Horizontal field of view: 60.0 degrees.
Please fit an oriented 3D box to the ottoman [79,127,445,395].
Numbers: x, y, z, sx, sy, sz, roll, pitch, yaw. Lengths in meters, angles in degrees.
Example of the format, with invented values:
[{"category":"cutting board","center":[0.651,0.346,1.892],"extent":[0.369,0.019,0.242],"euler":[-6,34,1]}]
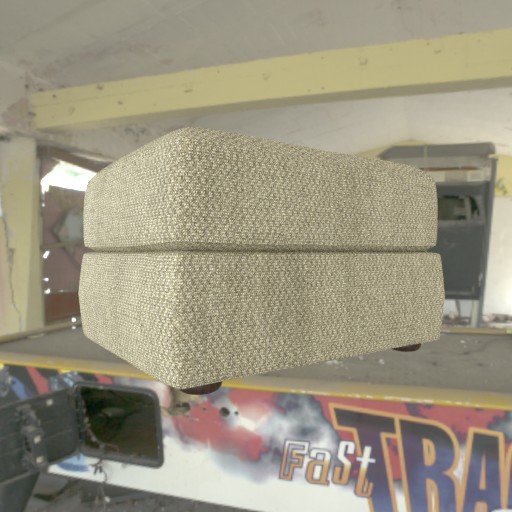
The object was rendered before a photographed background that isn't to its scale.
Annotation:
[{"category":"ottoman","center":[0.000,0.000,1.128],"extent":[0.751,0.476,0.603],"euler":[0,0,-35]}]
